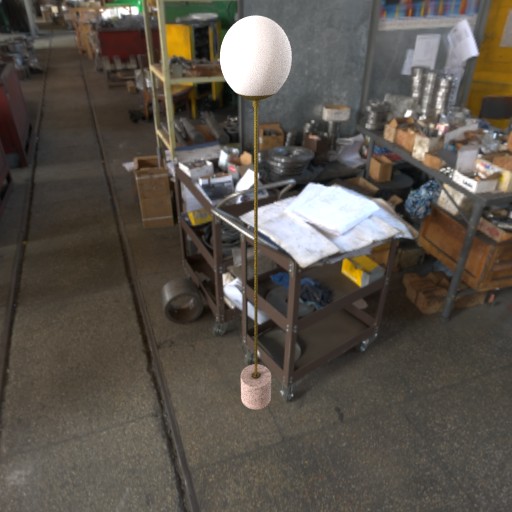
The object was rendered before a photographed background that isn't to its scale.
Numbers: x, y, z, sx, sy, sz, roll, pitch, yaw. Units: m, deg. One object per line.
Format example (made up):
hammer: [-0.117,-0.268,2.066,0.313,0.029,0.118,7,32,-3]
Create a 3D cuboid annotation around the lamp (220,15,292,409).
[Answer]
lamp: [0.000,0.000,1.829,0.229,1.748,0.229,22,39,30]
